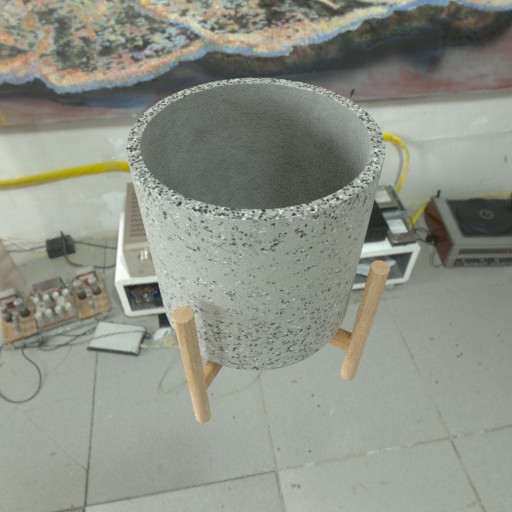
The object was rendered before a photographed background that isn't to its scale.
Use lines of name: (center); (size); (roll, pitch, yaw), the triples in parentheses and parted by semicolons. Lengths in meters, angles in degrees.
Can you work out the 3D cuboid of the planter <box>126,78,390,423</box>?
planter: (0.000, 0.000, 0.679); (0.360, 0.419, 0.360); (-31, 54, -26)
